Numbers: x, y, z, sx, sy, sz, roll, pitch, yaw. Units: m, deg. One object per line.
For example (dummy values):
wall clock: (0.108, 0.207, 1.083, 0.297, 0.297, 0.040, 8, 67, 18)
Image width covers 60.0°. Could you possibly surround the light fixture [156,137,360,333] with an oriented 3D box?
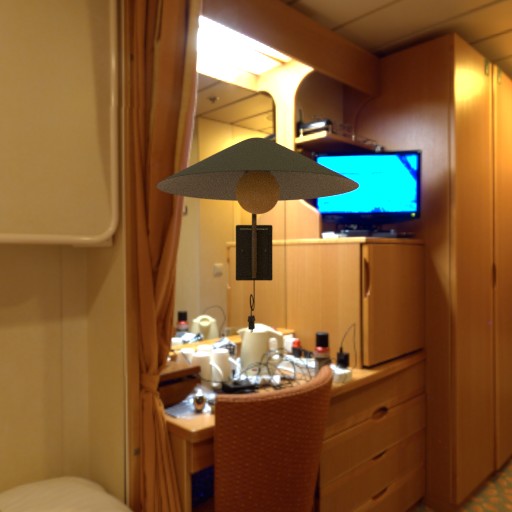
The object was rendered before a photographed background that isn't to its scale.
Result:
light fixture: (0.000, 0.000, 0.674, 0.240, 0.312, 0.516, 0, 0, -1)
